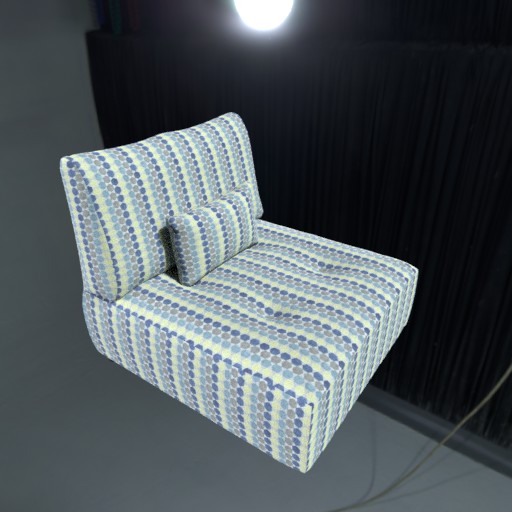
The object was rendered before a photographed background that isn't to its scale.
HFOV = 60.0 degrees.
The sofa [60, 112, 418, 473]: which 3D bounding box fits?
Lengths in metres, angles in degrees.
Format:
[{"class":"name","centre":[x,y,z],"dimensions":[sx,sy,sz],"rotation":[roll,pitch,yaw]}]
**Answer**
[{"class":"sofa","centre":[0.000,0.000,1.692],"dimensions":[1.000,0.830,0.930],"rotation":[19,34,30]}]
